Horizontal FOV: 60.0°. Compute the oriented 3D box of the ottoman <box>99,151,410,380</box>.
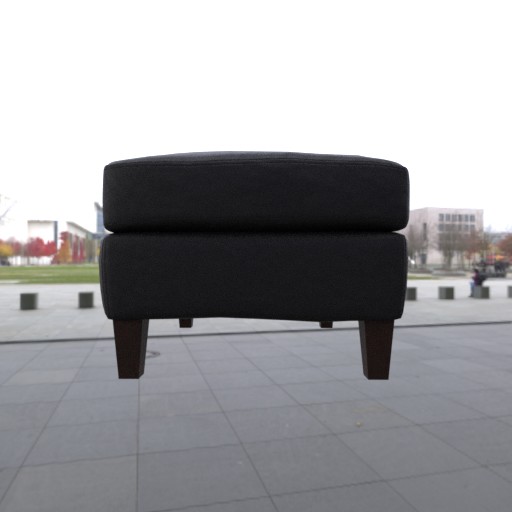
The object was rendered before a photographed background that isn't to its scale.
[{"bbox_3d":[0.000,0.000,1.315,0.659,0.529,0.887,0,-1,0],"label":"ottoman"}]
